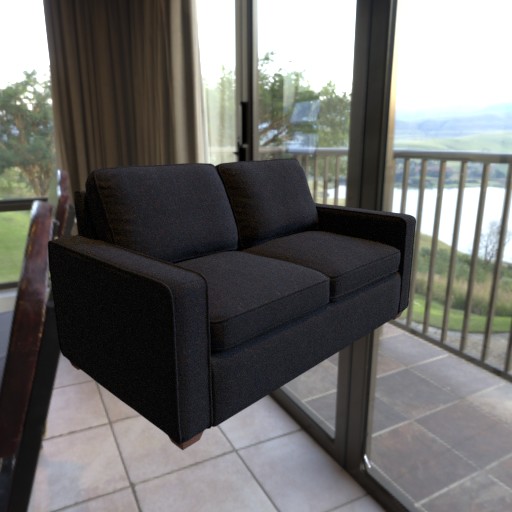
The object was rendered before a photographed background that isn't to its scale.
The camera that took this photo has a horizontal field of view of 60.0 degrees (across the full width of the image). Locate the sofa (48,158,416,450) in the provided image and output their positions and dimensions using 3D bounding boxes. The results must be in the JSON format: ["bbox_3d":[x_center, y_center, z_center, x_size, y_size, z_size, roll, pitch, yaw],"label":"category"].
[{"bbox_3d":[0.000,0.000,2.247,0.947,0.918,1.709,14,20,42],"label":"sofa"}]
